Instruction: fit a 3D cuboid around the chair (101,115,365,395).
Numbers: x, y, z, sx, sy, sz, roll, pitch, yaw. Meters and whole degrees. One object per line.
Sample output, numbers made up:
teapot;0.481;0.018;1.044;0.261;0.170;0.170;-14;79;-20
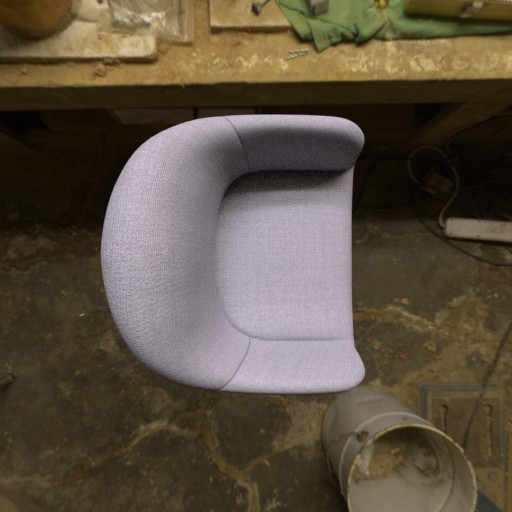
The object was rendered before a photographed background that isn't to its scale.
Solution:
chair;0.000;0.000;1.147;0.550;0.795;0.590;0;89;-1
